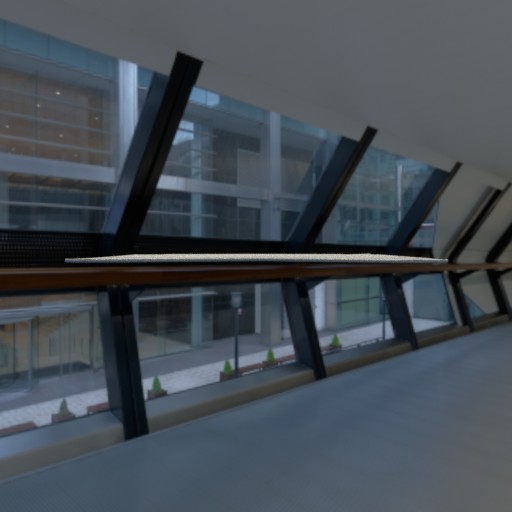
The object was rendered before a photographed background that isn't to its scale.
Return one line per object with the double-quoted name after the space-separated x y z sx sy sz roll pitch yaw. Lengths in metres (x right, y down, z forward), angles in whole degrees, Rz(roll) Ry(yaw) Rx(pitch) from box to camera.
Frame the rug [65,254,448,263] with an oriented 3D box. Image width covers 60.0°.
0.000 0.000 3.023 1.616 0.030 2.338 0 1 0 "rug"
